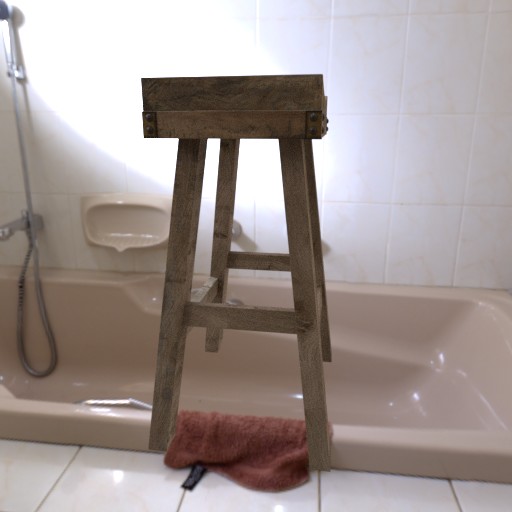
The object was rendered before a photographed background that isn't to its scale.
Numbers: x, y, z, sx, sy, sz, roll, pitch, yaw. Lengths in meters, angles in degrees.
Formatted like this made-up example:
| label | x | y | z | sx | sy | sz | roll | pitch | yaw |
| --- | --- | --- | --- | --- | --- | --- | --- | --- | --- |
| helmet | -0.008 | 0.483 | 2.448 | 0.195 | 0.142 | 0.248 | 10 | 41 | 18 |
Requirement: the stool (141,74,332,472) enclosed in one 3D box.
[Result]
| label | x | y | z | sx | sy | sz | roll | pitch | yaw |
| --- | --- | --- | --- | --- | --- | --- | --- | --- | --- |
| stool | 0.000 | 0.000 | 0.897 | 0.330 | 0.635 | 0.450 | 3 | 16 | 9 |
